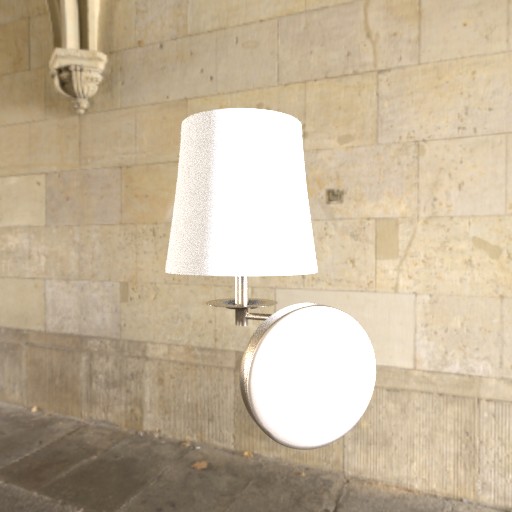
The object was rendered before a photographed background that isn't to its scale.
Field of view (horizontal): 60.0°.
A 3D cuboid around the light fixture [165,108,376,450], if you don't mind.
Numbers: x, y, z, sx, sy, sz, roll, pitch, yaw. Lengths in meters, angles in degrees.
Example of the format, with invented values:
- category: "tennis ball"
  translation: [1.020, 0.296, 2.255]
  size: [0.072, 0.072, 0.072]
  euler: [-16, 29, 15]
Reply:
- category: "light fixture"
  translation: [0.000, 0.000, 0.602]
  size: [0.223, 0.381, 0.348]
  euler: [0, 1, -20]
